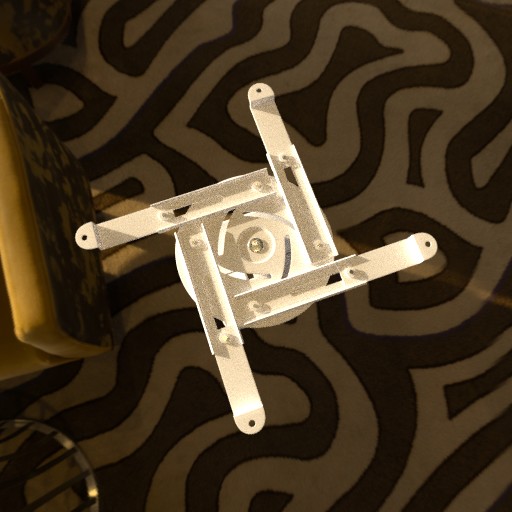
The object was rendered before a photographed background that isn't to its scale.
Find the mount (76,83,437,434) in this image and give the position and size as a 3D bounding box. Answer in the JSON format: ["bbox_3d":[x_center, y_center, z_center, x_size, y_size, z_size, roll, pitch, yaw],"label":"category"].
[{"bbox_3d":[0.000,0.000,0.582,0.394,0.141,0.394,-19,76,-5],"label":"mount"}]
